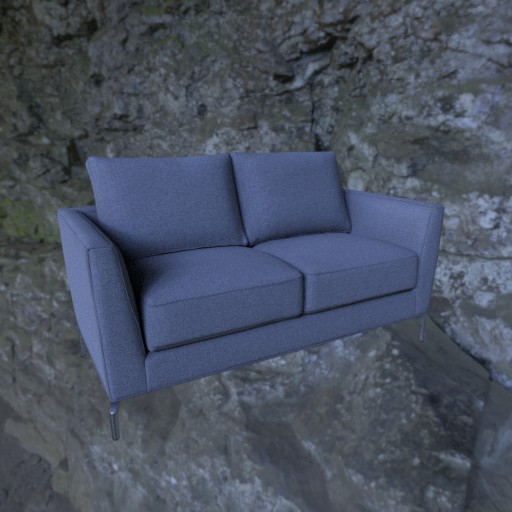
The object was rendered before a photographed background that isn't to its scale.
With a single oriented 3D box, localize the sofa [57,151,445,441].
[{"bbox_3d":[0.000,0.000,2.069,1.594,0.924,0.803,-9,18,-28],"label":"sofa"}]
